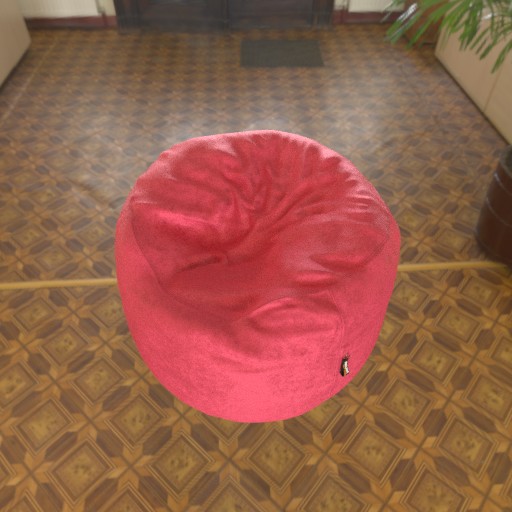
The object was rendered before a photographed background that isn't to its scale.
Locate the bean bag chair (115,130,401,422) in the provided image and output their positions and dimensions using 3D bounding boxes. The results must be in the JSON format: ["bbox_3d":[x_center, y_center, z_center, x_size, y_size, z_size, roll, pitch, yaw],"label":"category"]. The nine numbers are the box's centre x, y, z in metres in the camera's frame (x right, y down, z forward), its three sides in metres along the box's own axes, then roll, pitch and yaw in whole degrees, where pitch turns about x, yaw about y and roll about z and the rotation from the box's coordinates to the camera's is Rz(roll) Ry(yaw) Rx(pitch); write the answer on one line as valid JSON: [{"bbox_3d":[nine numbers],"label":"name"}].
[{"bbox_3d":[0.000,0.000,1.965,1.218,0.788,1.218,0,46,0],"label":"bean bag chair"}]
